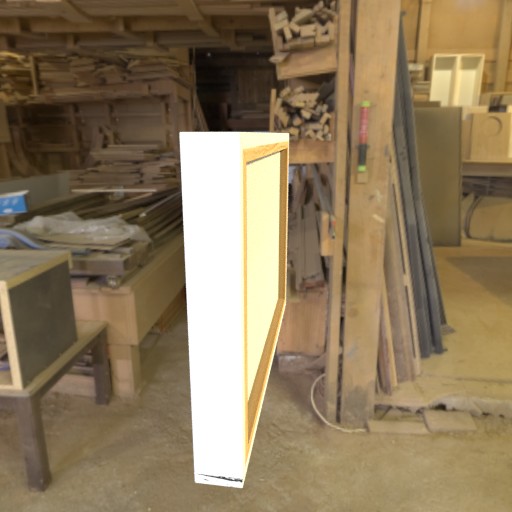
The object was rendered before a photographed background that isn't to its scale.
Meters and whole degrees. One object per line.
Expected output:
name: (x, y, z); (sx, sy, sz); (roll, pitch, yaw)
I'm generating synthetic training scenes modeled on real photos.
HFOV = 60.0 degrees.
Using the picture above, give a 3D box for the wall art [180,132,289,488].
wall art: (0.000, 0.000, 0.485); (0.038, 0.259, 0.381); (2, 16, 8)
